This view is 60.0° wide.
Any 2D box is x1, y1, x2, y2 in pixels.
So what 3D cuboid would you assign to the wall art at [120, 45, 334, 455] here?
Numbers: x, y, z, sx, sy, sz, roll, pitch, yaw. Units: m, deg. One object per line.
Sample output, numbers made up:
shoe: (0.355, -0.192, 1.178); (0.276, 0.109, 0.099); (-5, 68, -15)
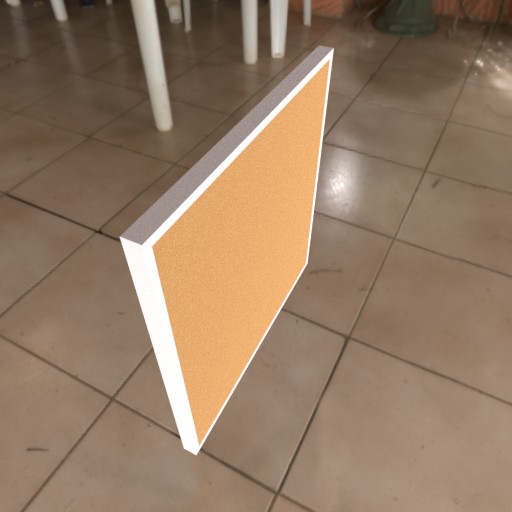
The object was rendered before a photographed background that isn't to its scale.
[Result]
wall art: (0.000, 0.000, 1.116); (0.038, 0.762, 0.762); (20, 49, 18)
